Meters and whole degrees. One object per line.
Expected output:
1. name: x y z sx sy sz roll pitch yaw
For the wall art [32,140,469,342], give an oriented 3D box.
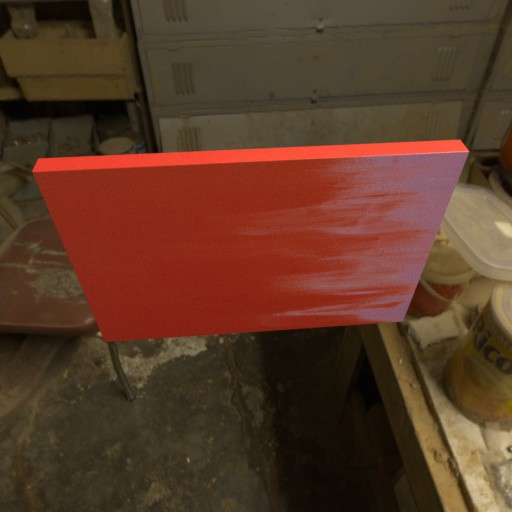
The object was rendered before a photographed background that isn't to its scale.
1. wall art: 0.000 0.000 0.768 0.607 0.405 0.033 -3 45 -3
